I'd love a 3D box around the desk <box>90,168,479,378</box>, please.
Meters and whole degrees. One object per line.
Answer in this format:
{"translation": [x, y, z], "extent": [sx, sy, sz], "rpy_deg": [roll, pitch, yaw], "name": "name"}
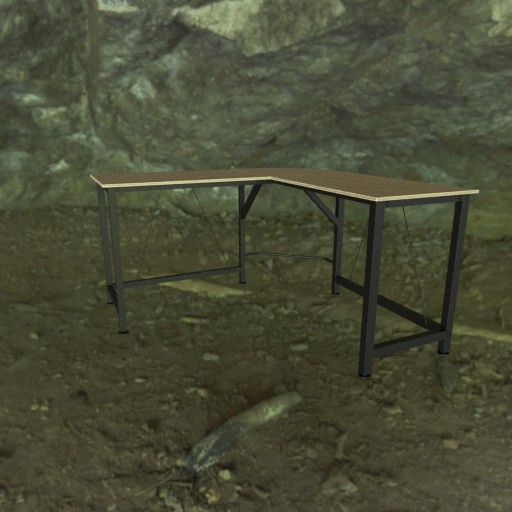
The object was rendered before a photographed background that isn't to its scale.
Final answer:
{"translation": [0.000, 0.000, 2.275], "extent": [1.400, 0.762, 1.400], "rpy_deg": [-7, 17, -24], "name": "desk"}
